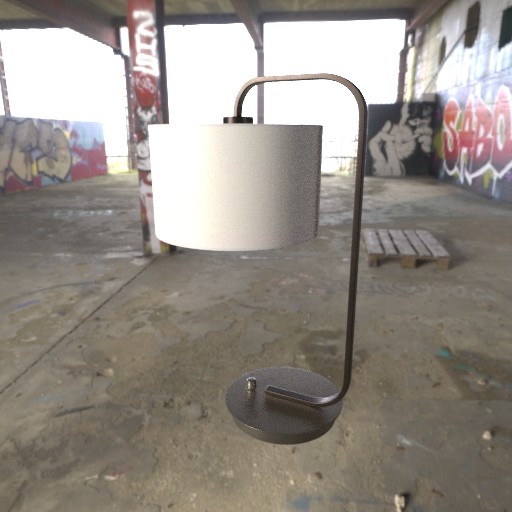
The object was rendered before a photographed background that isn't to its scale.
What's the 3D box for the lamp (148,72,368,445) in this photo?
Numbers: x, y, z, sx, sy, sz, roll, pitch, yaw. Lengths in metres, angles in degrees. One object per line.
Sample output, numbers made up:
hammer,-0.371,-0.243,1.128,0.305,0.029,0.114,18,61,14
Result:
lamp,0.000,0.000,0.629,0.288,0.473,0.230,7,17,25
